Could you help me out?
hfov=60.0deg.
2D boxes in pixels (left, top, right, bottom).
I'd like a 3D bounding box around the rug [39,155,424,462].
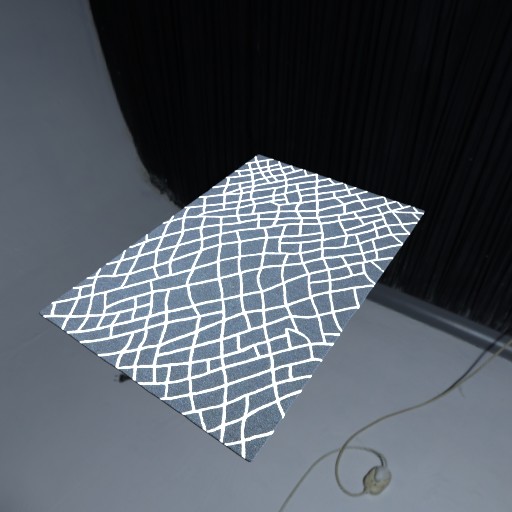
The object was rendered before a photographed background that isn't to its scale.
[{"bbox_3d":[0.000,0.000,2.376,1.223,0.013,1.830,25,47,25],"label":"rug"}]
